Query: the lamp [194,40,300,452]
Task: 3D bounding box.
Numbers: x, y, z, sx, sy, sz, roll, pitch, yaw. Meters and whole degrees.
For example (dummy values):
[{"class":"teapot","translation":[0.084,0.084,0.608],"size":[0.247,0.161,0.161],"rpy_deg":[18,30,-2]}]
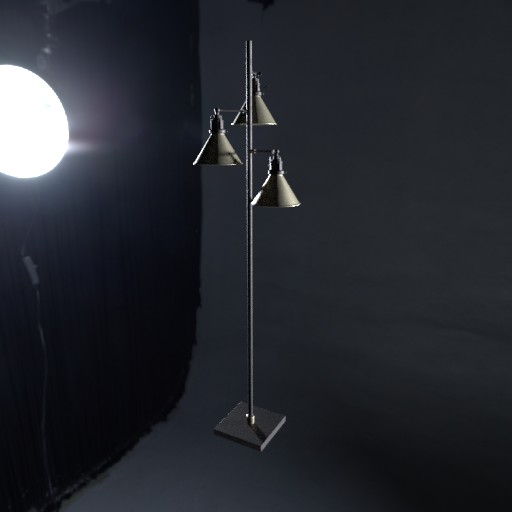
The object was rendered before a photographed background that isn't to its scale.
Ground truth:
[{"class":"lamp","translation":[0.000,0.000,1.925],"size":[0.415,1.716,0.428],"rpy_deg":[8,17,27]}]
